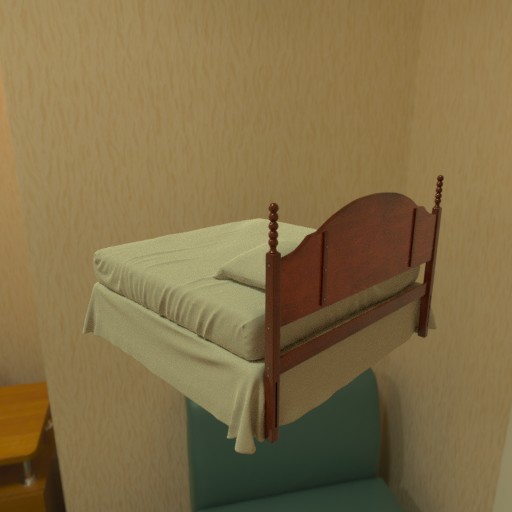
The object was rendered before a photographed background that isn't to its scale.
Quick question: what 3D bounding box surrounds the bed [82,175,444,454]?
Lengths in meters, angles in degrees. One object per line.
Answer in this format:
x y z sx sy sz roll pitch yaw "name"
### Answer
0.000 0.000 3.689 2.322 1.355 2.219 -15 22 -42 "bed"
